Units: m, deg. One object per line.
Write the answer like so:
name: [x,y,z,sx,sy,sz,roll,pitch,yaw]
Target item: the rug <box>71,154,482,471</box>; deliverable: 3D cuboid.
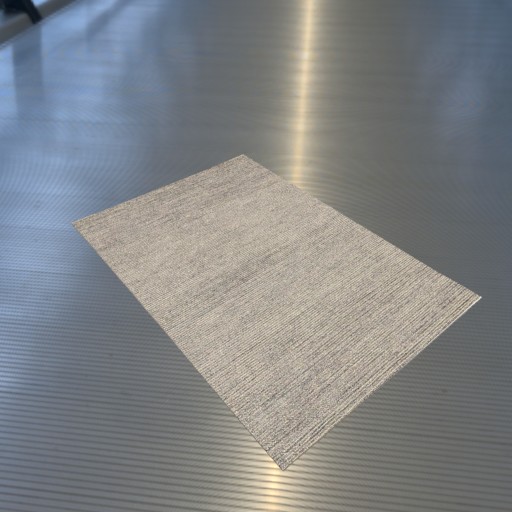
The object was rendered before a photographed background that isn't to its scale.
rug: [0.000,0.000,2.930,1.604,0.030,2.307,-28,48,-29]
